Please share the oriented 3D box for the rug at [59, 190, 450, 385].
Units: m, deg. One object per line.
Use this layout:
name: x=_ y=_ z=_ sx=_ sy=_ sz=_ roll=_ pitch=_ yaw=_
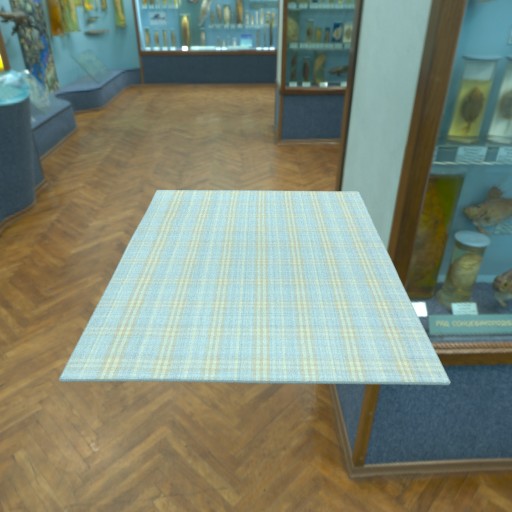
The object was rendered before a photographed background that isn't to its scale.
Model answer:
rug: x=0.000 y=0.000 z=4.079 sx=2.462 sy=0.030 sz=3.066 roll=0 pitch=31 yaw=0
